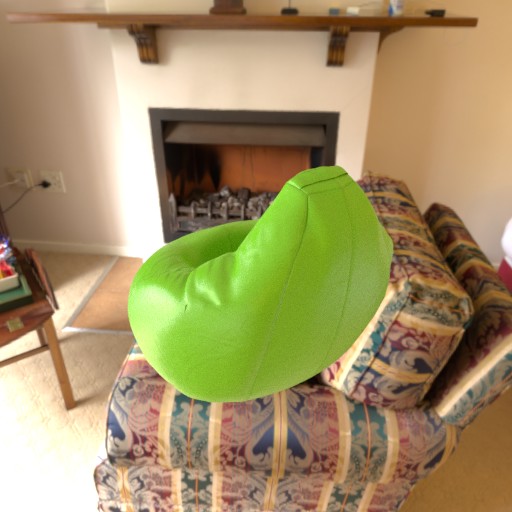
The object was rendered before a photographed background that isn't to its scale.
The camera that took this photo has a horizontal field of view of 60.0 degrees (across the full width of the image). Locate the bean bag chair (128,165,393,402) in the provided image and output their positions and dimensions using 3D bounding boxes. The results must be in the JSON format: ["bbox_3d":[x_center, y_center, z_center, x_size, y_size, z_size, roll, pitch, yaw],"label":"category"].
[{"bbox_3d":[0.000,0.000,1.875,1.070,0.990,1.070,-18,35,-28],"label":"bean bag chair"}]
